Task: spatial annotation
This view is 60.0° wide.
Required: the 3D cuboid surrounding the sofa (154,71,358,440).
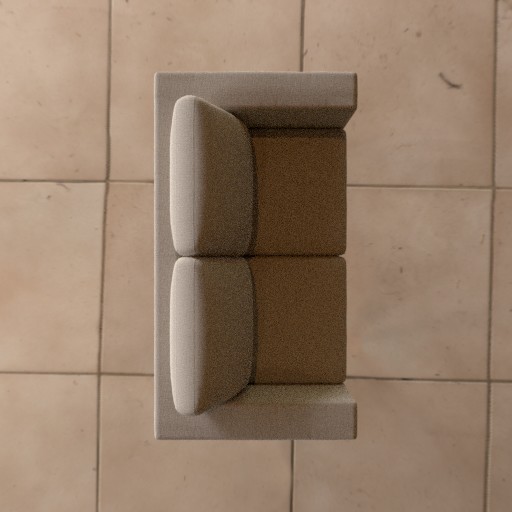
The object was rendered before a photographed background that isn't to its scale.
[{"bbox_3d":[0.000,0.000,2.358,1.009,0.932,1.813,0,90,0],"label":"sofa"}]
